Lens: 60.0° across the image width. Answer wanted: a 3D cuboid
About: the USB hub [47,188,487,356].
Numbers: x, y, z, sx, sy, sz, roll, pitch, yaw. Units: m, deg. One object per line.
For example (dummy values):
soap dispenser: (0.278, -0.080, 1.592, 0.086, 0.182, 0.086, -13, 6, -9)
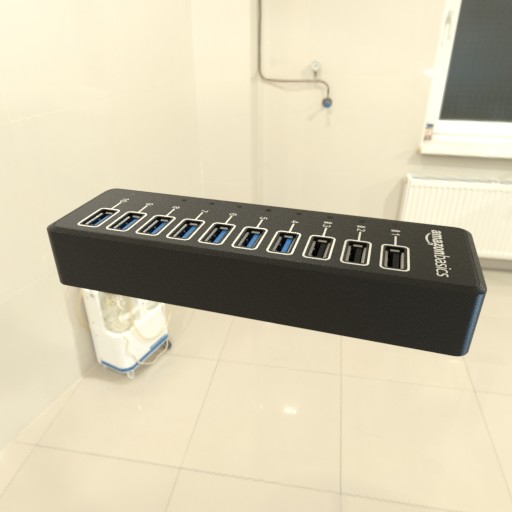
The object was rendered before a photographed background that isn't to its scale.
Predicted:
USB hub: (0.000, 0.000, 0.161, 0.145, 0.023, 0.044, 8, 30, 14)
